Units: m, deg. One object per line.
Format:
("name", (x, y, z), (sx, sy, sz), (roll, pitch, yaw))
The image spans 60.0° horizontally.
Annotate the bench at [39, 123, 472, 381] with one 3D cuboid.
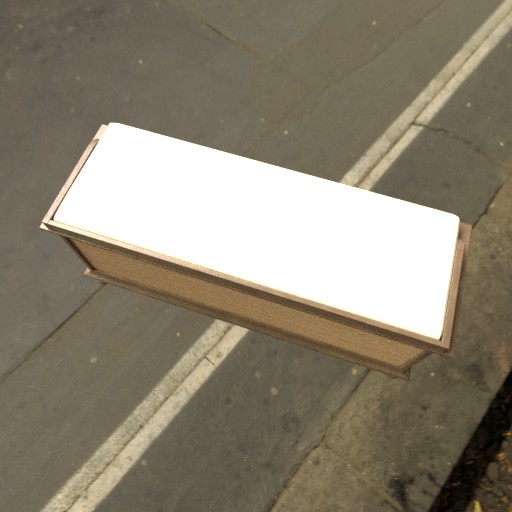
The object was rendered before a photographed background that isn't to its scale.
("bench", (0.000, 0.000, 1.461), (1.185, 0.501, 0.402), (17, 66, 8))
